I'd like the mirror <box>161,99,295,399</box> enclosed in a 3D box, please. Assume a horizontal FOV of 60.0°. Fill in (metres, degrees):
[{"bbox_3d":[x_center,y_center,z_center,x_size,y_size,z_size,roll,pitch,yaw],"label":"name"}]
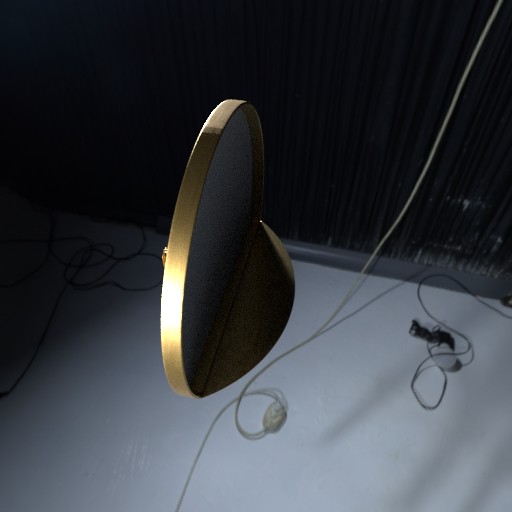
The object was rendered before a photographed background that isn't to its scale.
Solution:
[{"bbox_3d":[0.000,0.000,0.703,0.133,0.457,0.457,10,48,9],"label":"mirror"}]
